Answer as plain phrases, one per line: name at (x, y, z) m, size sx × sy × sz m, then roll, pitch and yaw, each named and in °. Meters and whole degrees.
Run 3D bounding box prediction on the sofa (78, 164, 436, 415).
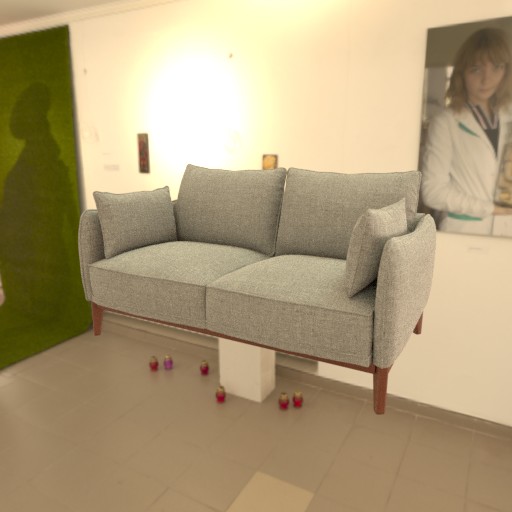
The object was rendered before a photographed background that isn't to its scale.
sofa at (0.000, 0.000, 2.199) m, size 1.580 × 0.851 × 0.972 m, roll 7°, pitch 16°, yaw 28°
